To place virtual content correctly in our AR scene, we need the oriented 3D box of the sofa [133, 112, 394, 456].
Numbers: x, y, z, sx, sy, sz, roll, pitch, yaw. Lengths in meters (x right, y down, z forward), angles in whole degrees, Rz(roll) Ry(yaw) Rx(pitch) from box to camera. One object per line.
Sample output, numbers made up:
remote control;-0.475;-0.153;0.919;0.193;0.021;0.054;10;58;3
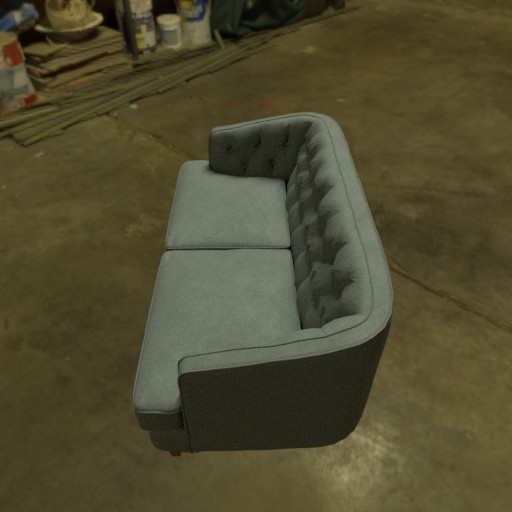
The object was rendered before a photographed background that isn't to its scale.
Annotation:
sofa;0.000;0.000;2.220;0.941;0.855;1.733;-1;42;-1
